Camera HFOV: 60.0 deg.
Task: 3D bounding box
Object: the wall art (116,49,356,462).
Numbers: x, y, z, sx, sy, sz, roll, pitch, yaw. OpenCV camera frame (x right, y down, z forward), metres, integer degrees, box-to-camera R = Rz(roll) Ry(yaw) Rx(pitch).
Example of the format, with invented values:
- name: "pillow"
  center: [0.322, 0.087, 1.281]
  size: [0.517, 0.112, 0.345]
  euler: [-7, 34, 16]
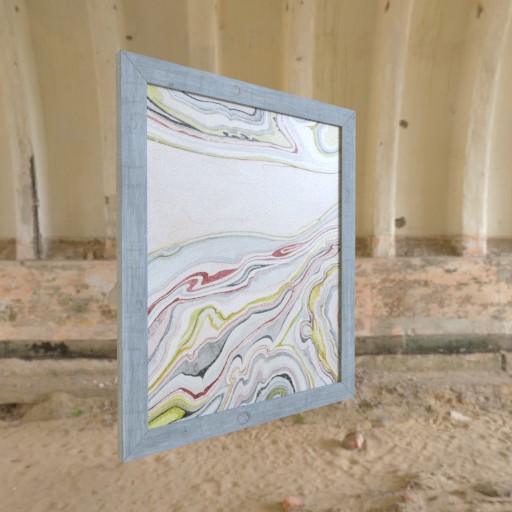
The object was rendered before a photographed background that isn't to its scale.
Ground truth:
- name: "wall art"
  center: [0.000, 0.000, 0.771]
  size: [0.479, 0.582, 0.022]
  euler: [-1, 1, -35]
